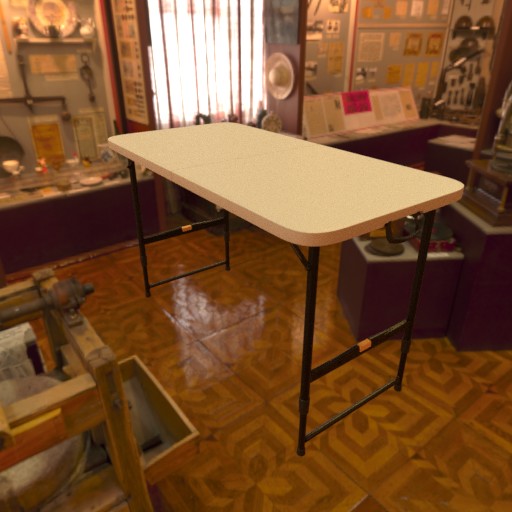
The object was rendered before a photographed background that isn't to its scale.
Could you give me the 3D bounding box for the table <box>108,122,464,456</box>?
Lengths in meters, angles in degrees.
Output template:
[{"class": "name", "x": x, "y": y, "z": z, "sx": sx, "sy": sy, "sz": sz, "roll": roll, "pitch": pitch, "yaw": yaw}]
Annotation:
[{"class": "table", "x": 0.000, "y": 0.000, "z": 1.635, "sx": 0.611, "sy": 0.737, "sz": 1.245, "roll": -18, "pitch": 32, "yaw": -32}]
